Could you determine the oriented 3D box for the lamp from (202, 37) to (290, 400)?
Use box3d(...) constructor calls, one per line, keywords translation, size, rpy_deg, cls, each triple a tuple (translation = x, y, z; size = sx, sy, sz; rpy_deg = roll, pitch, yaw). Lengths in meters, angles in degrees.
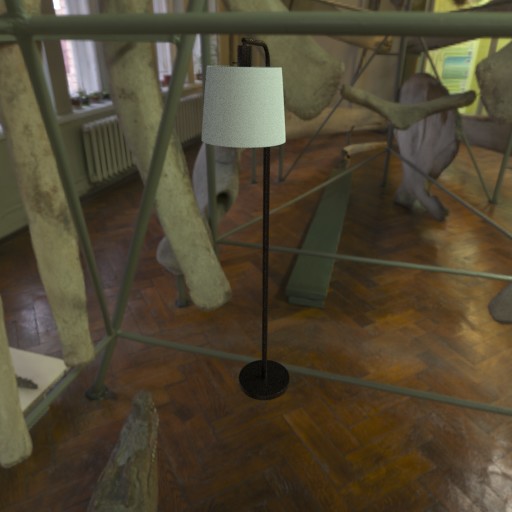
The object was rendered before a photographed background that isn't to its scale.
box3d(translation=(0.000, 0.000, 1.666), size=(0.254, 1.478, 0.508), rpy_deg=(8, 29, 15), cls="lamp")
